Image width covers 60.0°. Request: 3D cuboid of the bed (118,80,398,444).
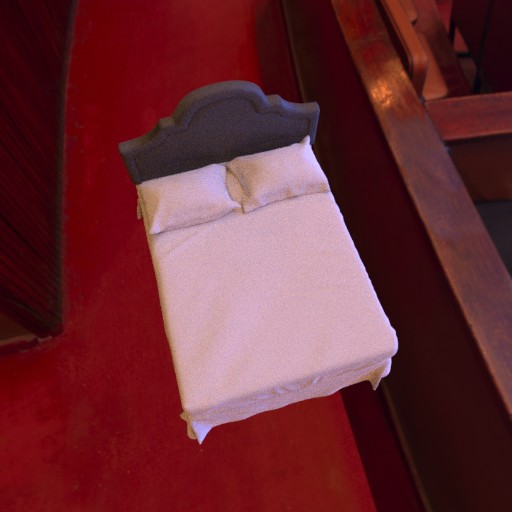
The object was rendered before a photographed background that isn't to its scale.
[{"bbox_3d":[0.000,0.000,3.373,1.780,1.634,2.222,-15,64,-7],"label":"bed"}]
